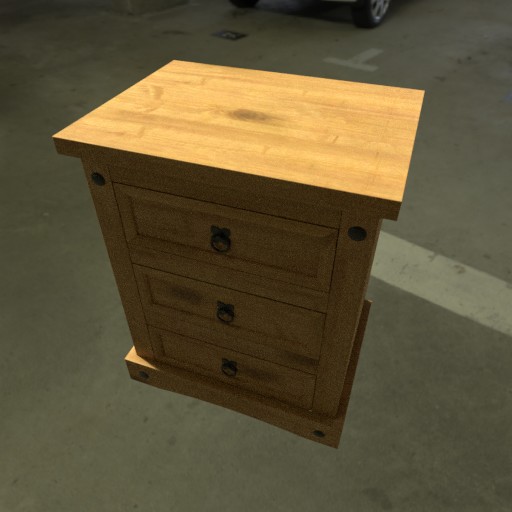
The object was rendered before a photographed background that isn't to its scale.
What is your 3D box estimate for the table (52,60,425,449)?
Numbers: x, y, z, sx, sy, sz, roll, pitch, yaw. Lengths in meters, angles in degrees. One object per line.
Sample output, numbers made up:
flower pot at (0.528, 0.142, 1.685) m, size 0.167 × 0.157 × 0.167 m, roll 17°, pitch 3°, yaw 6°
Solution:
table at (0.000, 0.000, 1.211) m, size 0.660 × 0.813 × 0.500 m, roll 13°, pitch 42°, yaw 15°
